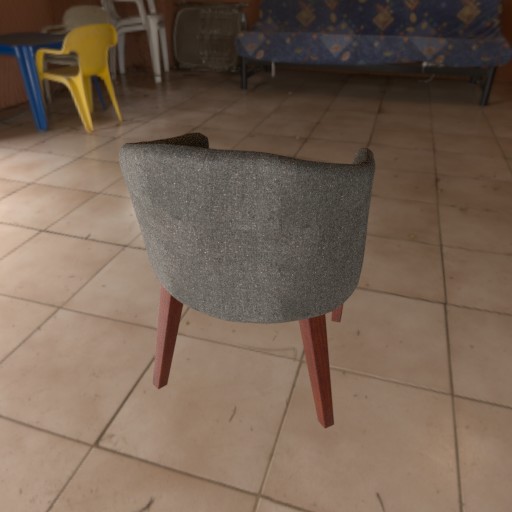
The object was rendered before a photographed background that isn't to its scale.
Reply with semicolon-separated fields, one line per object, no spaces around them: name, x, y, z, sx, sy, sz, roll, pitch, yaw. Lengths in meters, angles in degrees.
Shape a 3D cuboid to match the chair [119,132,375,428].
chair;0.000;0.000;1.244;0.583;0.811;0.655;9;34;14
